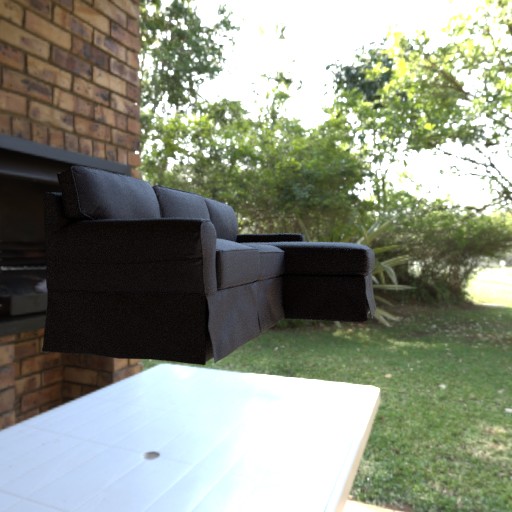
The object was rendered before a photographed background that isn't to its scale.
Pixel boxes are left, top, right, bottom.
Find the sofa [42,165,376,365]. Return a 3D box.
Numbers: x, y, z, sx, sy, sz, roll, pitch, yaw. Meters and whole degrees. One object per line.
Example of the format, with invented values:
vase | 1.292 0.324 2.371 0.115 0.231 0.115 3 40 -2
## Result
sofa | 0.000 0.000 3.293 1.637 1.039 2.518 0 1 18
